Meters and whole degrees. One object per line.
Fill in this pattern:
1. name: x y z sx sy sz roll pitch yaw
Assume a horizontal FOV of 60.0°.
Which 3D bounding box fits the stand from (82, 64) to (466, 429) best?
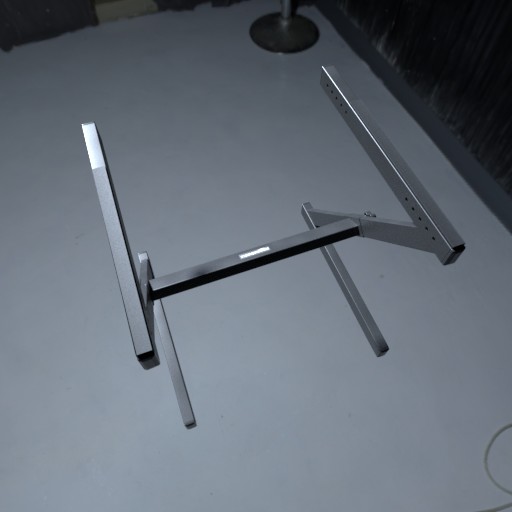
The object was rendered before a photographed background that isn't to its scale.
1. stand: 0.000 0.000 1.170 0.700 0.617 0.586 -18 60 -10
